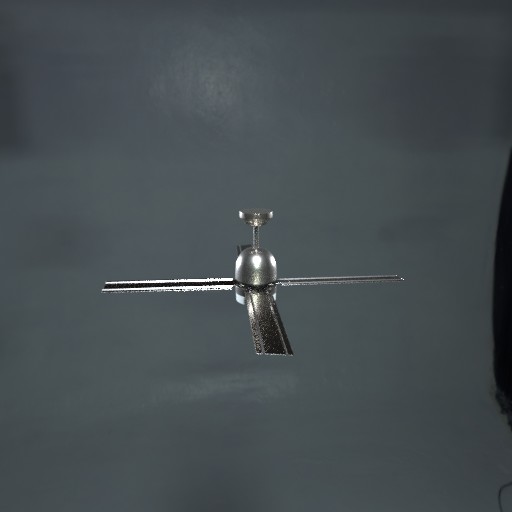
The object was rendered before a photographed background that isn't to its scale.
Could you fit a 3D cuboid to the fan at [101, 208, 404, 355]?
[{"bbox_3d":[0.000,0.000,1.977,1.346,0.406,1.346,-2,16,-6],"label":"fan"}]
